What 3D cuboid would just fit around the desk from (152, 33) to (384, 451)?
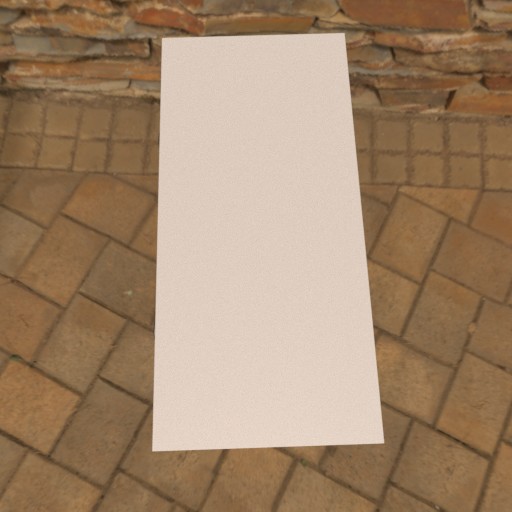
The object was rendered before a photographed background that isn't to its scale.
[{"bbox_3d":[0.000,0.000,1.470,0.525,0.780,1.057,-2,76,0],"label":"desk"}]
